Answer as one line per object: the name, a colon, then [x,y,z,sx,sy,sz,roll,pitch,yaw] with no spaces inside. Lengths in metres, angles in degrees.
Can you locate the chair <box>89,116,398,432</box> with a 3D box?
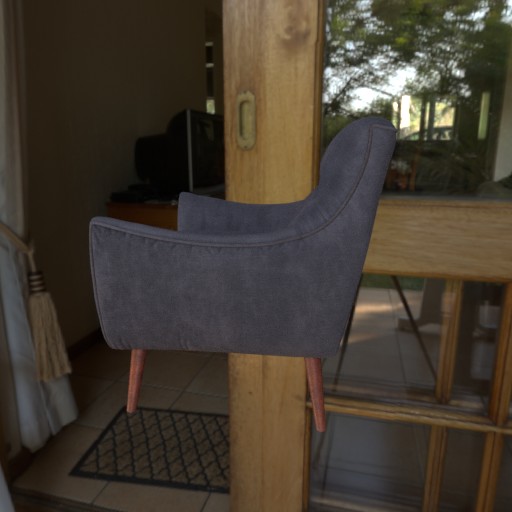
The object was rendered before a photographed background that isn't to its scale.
chair: [0.000,0.000,1.450,0.787,0.838,0.762,2,14,9]
